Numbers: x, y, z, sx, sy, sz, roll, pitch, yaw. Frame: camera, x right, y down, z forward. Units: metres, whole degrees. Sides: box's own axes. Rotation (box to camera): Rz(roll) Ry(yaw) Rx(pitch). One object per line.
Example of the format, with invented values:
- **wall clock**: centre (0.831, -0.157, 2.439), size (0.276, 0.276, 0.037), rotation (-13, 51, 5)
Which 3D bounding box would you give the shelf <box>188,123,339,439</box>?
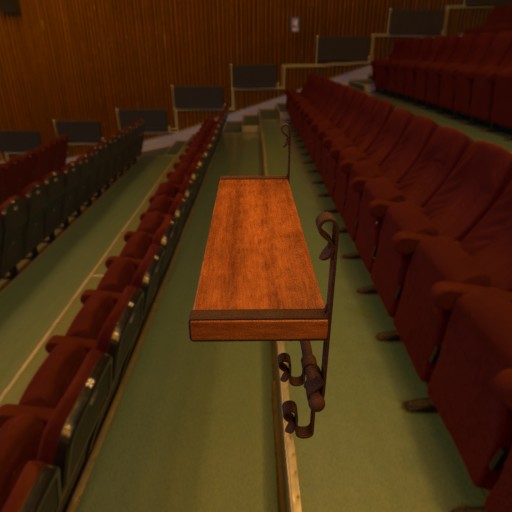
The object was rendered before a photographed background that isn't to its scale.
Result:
- **shelf**: centre (0.000, 0.000, 0.713), size (0.146, 0.330, 0.567), rotation (0, 26, -1)
